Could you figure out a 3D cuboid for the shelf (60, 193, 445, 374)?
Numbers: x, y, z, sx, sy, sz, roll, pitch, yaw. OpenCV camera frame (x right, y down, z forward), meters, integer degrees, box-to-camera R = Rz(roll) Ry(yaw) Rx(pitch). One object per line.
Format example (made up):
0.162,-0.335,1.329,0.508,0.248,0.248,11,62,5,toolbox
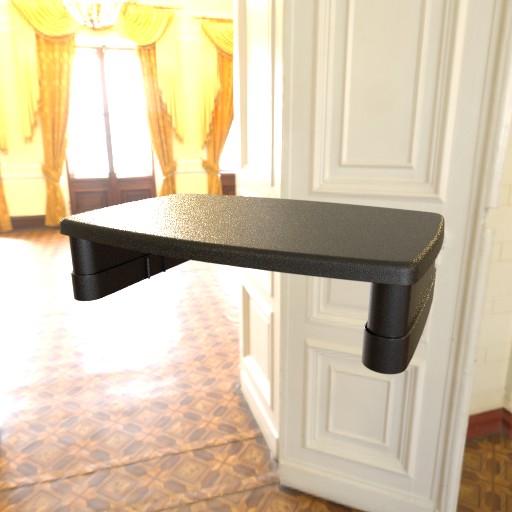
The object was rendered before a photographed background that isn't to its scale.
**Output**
0.000,0.000,0.537,0.410,0.100,0.280,8,18,26,shelf
